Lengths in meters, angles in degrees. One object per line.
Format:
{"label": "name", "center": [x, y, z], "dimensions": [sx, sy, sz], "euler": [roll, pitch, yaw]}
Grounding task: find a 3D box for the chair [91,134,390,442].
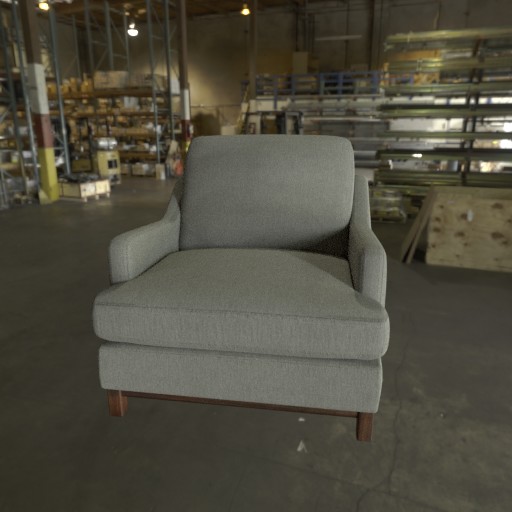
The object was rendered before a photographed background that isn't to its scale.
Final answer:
{"label": "chair", "center": [0.000, 0.000, 1.563], "dimensions": [0.826, 0.821, 0.892], "euler": [2, 16, 8]}
